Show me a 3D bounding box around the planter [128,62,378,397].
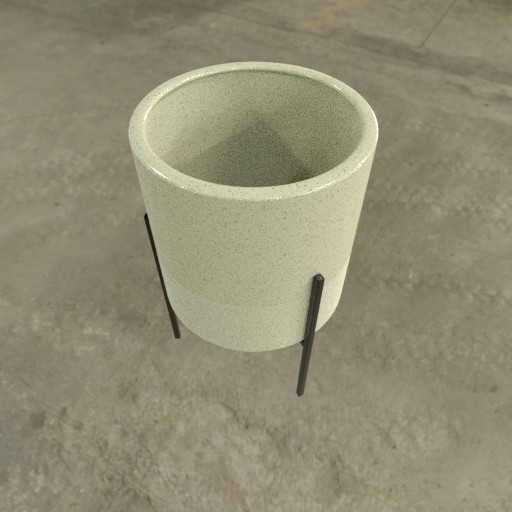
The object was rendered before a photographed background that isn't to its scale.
[{"bbox_3d":[0.000,0.000,0.563,0.234,0.390,0.243,-25,53,-21],"label":"planter"}]
